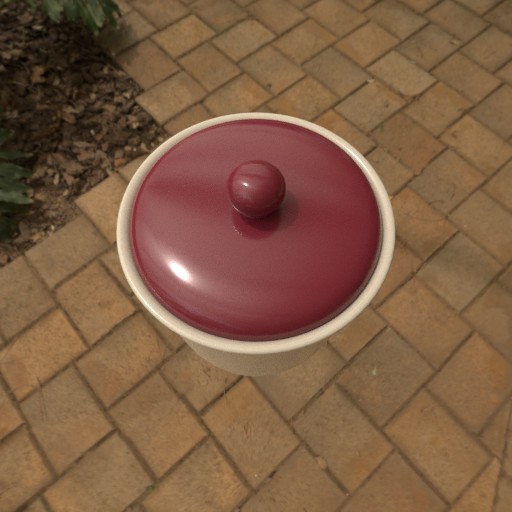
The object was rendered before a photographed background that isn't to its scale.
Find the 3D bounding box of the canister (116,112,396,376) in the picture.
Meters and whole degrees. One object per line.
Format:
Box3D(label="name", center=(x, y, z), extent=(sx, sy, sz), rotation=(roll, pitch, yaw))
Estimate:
Box3D(label="canister", center=(0.000, 0.000, 0.343), extent=(0.182, 0.208, 0.182), rotation=(0, 64, 0))
